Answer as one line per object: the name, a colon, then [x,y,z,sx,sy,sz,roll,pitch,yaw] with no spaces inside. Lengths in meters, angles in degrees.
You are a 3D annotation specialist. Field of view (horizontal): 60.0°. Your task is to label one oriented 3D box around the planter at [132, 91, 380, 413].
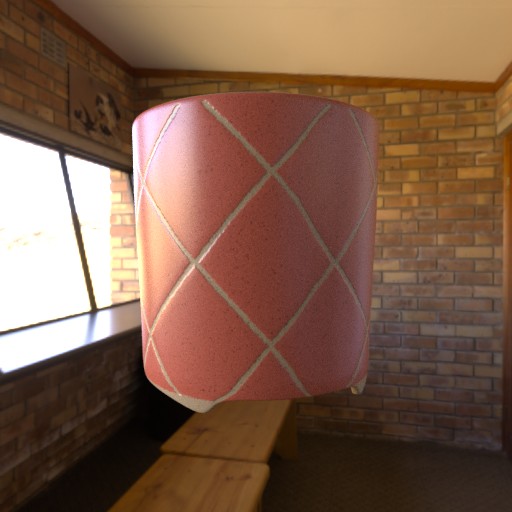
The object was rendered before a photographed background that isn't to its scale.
planter: [0.000,0.000,0.425,0.227,0.235,0.227,0,1,0]
